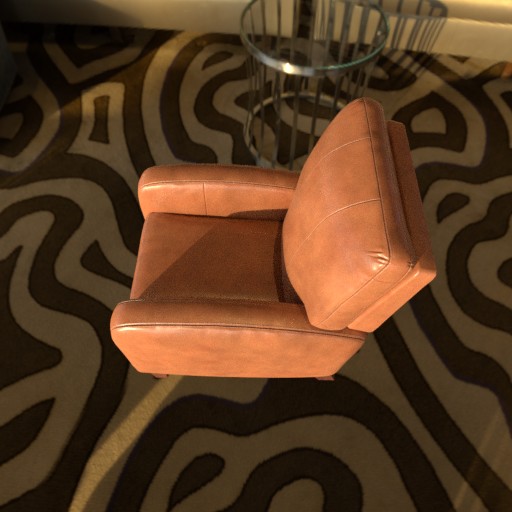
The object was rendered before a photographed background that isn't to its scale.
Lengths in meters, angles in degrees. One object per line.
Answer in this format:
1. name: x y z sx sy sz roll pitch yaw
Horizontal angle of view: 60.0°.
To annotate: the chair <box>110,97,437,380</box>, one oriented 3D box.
1. chair: 0.000 0.000 1.689 0.990 0.990 0.762 1 58 1
